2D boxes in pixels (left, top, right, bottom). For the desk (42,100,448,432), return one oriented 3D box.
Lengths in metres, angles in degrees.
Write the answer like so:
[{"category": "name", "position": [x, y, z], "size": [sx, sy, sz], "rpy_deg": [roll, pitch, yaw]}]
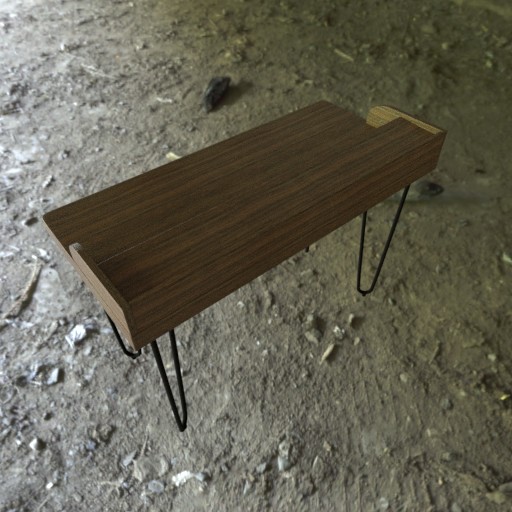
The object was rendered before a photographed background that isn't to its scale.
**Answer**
[{"category": "desk", "position": [0.000, 0.000, 1.662], "size": [1.200, 0.854, 0.565], "rpy_deg": [-30, 52, -27]}]
